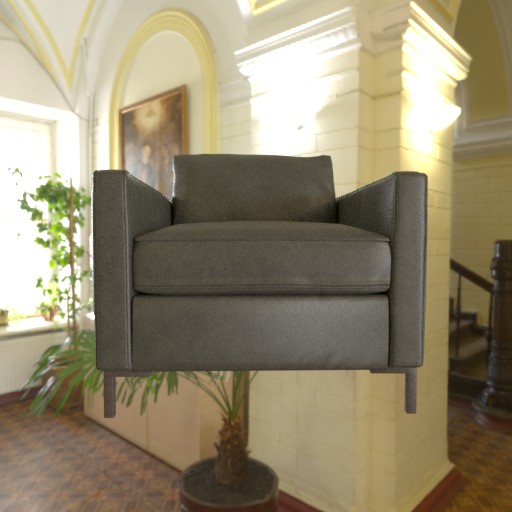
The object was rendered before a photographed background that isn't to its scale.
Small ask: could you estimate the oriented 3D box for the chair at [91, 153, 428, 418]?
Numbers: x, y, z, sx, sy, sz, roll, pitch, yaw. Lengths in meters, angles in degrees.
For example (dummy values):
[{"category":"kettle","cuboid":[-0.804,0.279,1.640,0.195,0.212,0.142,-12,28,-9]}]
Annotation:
[{"category":"chair","cuboid":[0.000,0.000,1.495,0.967,0.824,0.861,0,2,-2]}]
